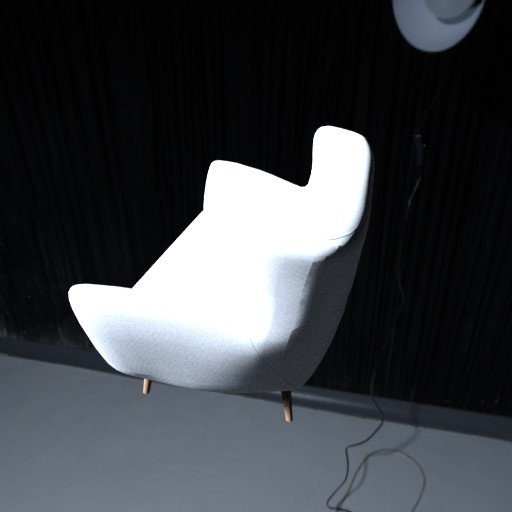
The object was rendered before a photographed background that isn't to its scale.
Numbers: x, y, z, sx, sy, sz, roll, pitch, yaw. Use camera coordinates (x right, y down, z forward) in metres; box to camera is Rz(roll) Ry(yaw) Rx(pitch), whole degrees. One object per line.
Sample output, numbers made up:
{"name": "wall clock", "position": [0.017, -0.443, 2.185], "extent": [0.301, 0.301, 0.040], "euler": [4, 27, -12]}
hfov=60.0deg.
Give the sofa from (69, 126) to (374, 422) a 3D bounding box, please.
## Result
{"name": "sofa", "position": [0.000, 0.000, 1.970], "extent": [0.921, 0.878, 1.424], "euler": [7, 30, 13]}
